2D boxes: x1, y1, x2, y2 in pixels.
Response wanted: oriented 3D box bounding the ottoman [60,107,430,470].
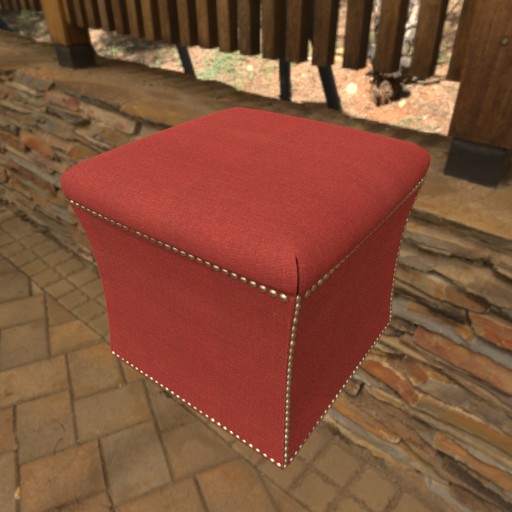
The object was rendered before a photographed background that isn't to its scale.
[{"bbox_3d":[0.000,0.000,0.904,0.497,0.475,0.507,22,40,29],"label":"ottoman"}]
